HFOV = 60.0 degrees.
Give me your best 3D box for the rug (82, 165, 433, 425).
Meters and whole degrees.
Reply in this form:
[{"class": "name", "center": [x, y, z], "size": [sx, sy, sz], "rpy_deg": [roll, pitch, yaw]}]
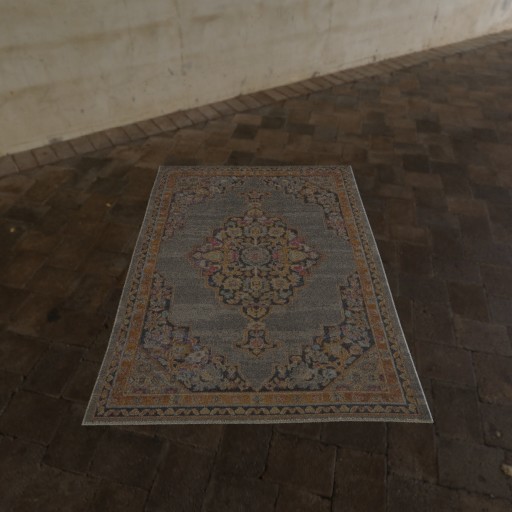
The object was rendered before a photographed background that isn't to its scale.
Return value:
[{"class": "rug", "center": [0.000, 0.000, 3.643], "size": [2.043, 0.026, 2.901], "rpy_deg": [0, 42, 0]}]
